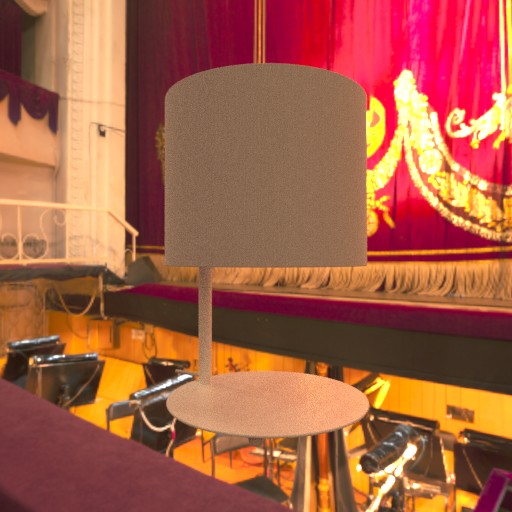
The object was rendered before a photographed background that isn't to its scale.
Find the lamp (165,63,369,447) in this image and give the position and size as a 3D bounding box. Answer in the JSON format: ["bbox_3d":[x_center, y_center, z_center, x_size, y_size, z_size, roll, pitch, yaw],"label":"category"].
[{"bbox_3d":[0.000,0.000,0.682,0.341,0.454,0.299,0,0,36],"label":"lamp"}]
